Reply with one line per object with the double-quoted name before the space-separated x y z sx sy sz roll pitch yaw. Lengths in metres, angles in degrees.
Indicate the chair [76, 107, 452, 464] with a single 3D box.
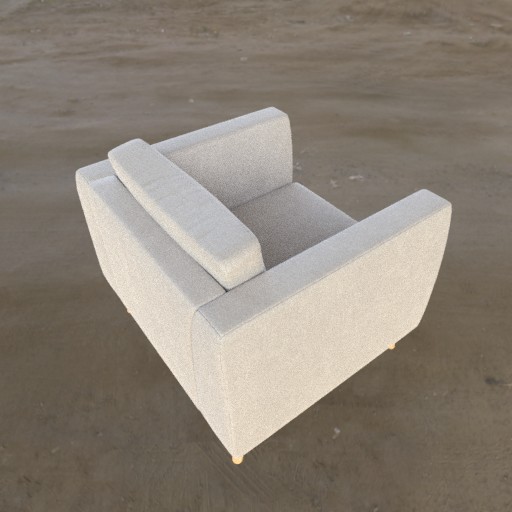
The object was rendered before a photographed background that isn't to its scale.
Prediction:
"chair" 0.000 0.000 1.696 0.930 0.860 1.000 -27 48 -26
